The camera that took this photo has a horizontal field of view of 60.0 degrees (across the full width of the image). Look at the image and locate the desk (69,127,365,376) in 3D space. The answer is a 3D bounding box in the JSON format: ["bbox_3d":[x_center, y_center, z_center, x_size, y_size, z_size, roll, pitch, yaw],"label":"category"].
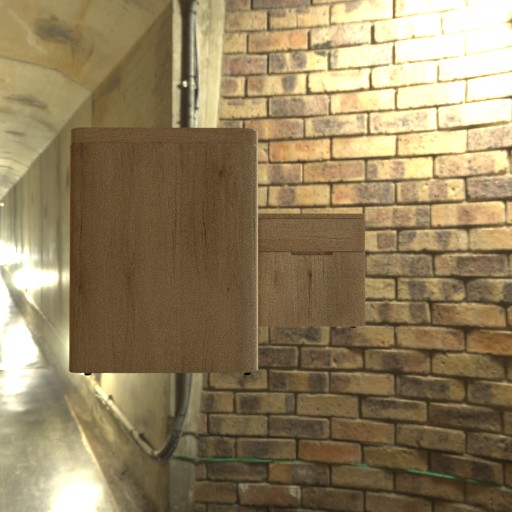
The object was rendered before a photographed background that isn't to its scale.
[{"bbox_3d":[0.000,0.000,2.056,1.175,0.770,1.400,0,-1,-1],"label":"desk"}]
